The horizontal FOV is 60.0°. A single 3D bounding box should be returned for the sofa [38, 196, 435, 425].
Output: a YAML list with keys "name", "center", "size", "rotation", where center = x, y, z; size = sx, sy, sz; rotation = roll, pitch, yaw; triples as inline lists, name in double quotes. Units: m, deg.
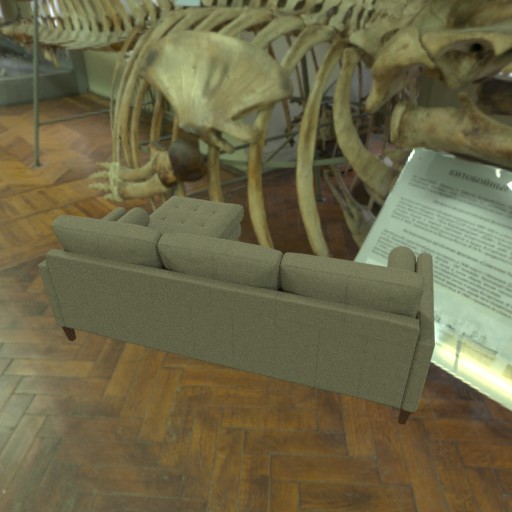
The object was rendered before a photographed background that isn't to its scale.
- name: "sofa"
  center: [0.000, 0.000, 2.953]
  size: [2.178, 0.875, 1.506]
  rotation: [10, 33, 15]
